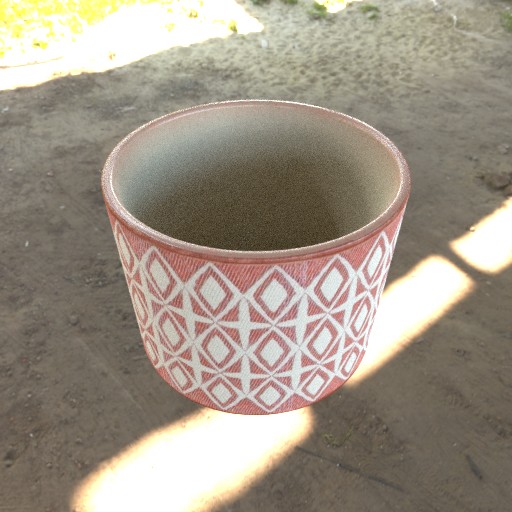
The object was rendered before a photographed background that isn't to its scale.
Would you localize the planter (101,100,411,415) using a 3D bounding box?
[{"bbox_3d":[0.000,0.000,0.480,0.273,0.237,0.273,0,41,0],"label":"planter"}]
